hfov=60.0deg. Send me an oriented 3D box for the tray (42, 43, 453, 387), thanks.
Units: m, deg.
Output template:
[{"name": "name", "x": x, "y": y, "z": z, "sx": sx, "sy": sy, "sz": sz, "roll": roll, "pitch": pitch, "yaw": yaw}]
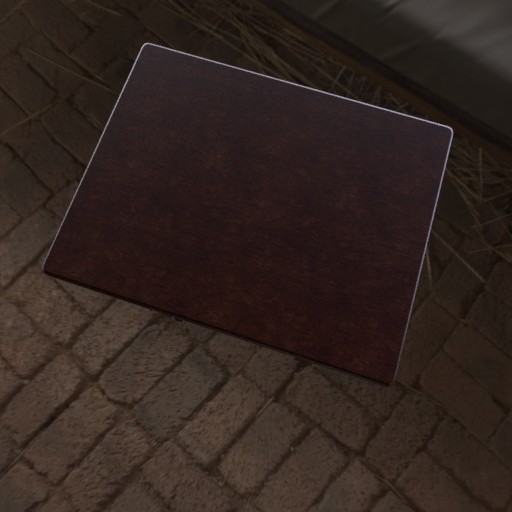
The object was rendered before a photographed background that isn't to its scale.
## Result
[{"name": "tray", "x": 0.000, "y": 0.000, "z": 0.932, "sx": 0.483, "sy": 0.660, "sz": 0.381, "roll": 17, "pitch": 76, "yaw": 4}]
